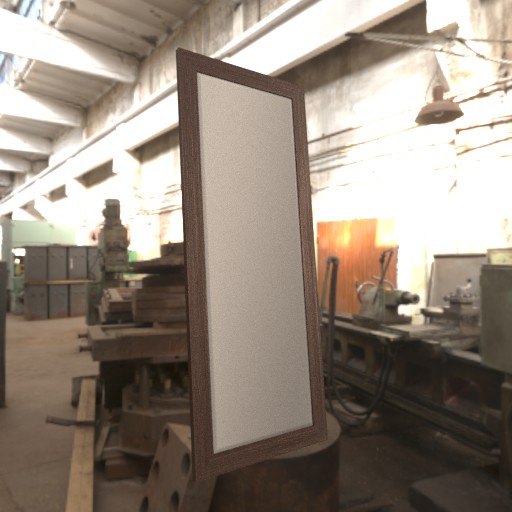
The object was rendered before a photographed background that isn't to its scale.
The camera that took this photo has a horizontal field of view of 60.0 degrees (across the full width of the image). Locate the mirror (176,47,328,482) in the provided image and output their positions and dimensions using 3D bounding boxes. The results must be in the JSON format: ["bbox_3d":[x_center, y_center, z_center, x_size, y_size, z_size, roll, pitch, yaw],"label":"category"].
[{"bbox_3d":[0.000,0.000,2.305,0.812,2.020,0.221,1,-1,-36],"label":"mirror"}]
